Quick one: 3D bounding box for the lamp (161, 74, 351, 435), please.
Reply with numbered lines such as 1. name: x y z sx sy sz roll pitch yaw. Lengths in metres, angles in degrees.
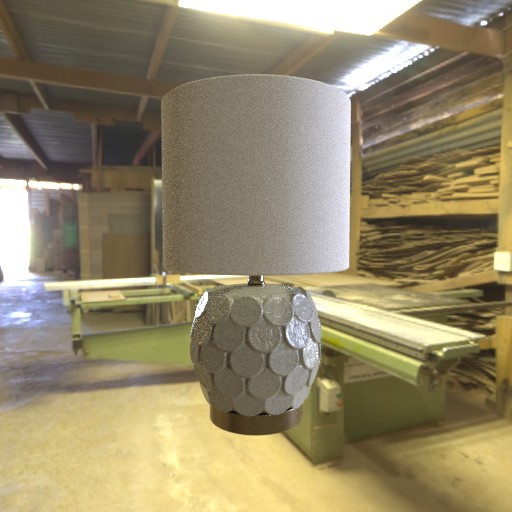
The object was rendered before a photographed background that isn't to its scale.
1. lamp: 0.000 0.000 0.618 0.254 0.452 0.254 0 3 0
